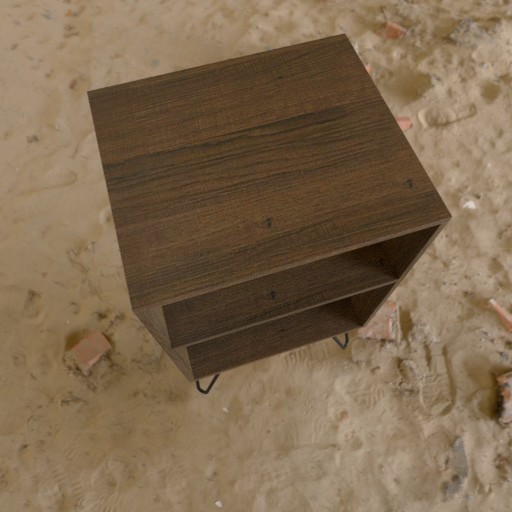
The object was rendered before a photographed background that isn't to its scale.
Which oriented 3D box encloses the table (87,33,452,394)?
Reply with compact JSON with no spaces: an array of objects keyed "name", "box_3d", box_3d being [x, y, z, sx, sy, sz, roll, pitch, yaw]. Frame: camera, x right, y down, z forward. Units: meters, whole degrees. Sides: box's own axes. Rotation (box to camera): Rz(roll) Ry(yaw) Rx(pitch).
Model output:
[{"name":"table","box_3d":[0.000,0.000,1.160,0.526,0.866,0.457,-16,66,-7]}]
